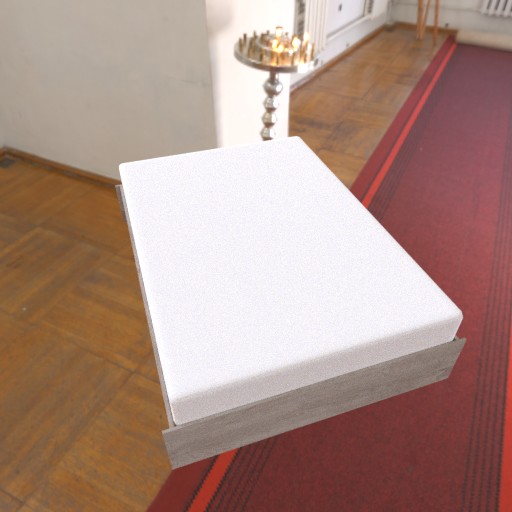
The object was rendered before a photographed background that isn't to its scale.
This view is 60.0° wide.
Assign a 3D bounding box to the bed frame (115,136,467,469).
[{"bbox_3d":[0.000,0.000,2.665,1.445,0.497,1.945,-13,42,-14],"label":"bed frame"}]
